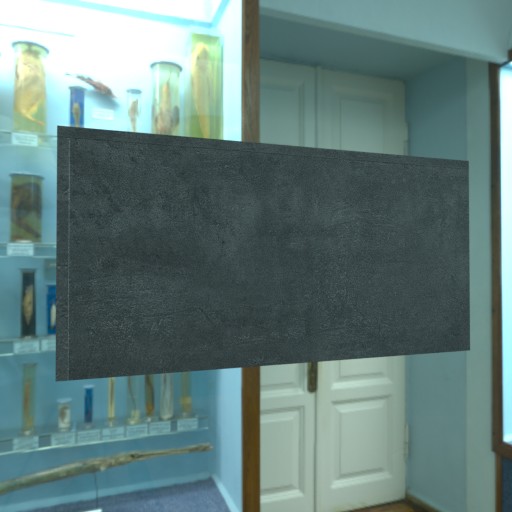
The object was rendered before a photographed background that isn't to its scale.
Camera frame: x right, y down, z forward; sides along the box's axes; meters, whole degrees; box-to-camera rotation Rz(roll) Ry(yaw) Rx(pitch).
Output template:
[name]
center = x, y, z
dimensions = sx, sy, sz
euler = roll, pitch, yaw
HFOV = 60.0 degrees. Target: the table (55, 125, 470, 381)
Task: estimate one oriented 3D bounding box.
[table]
center = 0.000, 0.000, 0.901
dimensions = 0.700, 0.350, 0.400
euler = 0, -1, -18
